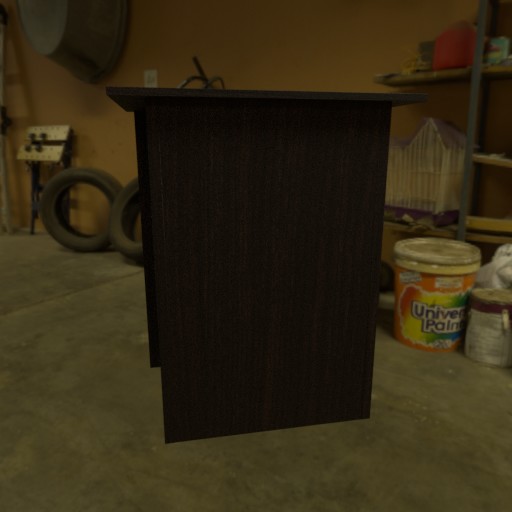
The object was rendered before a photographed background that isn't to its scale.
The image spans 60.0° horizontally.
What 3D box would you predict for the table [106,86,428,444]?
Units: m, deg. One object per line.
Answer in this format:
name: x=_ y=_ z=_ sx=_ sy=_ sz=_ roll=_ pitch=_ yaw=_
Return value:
table: x=0.000 y=0.000 z=1.073 sx=0.591 sy=0.711 sz=0.406 roll=-3 pitch=14 yaw=-11
